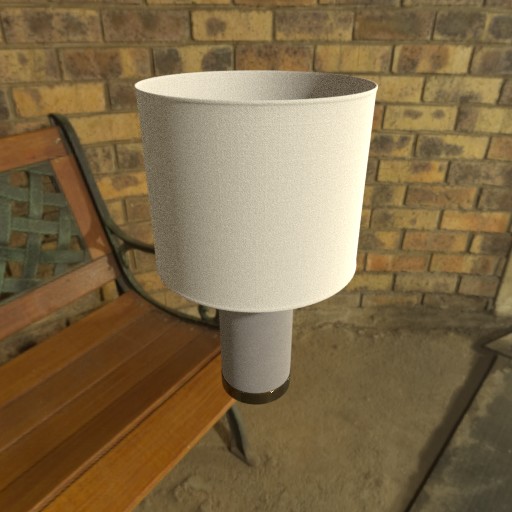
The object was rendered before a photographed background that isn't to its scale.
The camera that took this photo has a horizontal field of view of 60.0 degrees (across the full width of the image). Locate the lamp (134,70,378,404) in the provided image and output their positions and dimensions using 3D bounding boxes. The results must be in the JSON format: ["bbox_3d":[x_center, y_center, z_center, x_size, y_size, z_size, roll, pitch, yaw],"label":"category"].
[{"bbox_3d":[0.000,0.000,0.517,0.229,0.380,0.229,0,28,0],"label":"lamp"}]
